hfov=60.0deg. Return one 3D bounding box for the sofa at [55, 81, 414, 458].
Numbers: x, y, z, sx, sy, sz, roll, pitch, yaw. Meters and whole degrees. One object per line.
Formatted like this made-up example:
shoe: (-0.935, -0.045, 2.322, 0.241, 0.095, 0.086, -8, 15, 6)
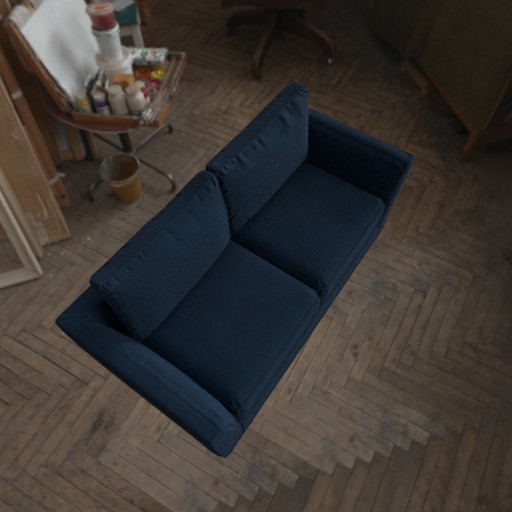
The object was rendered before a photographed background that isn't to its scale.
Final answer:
sofa: (0.000, 0.000, 2.318, 0.853, 1.002, 1.770, 31, 63, 18)
